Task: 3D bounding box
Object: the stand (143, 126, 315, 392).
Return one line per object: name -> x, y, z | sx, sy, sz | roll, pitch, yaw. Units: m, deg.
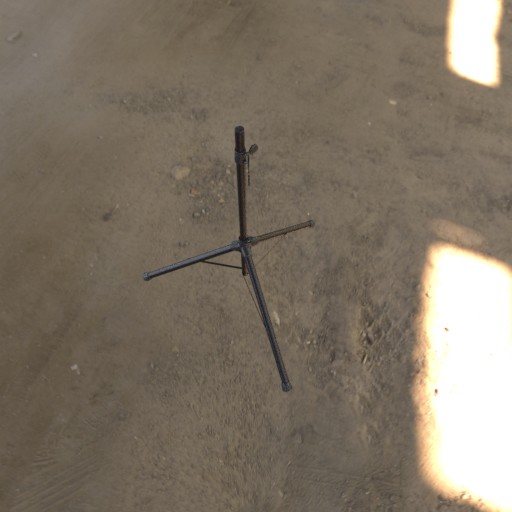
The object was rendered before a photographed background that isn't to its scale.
stand -> 0.000, 0.000, 1.887 | 1.045, 1.136, 0.907 | -17, 59, -10
